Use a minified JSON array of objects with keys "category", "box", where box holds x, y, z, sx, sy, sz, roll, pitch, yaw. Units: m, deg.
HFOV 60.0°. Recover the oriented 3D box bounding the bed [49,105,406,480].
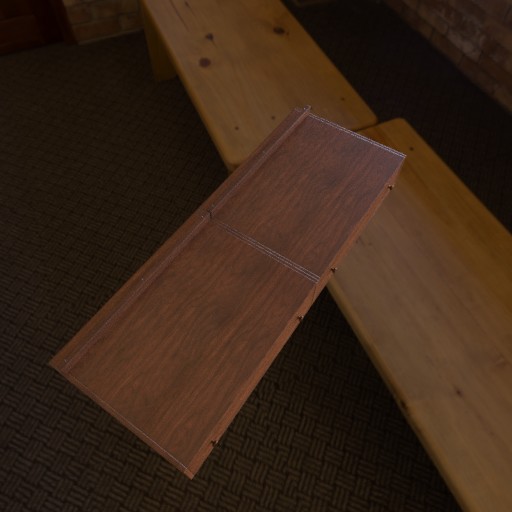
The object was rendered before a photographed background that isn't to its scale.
[{"category":"bed","box":[0.000,0.000,2.366,0.787,0.326,2.057,30,62,18]}]
